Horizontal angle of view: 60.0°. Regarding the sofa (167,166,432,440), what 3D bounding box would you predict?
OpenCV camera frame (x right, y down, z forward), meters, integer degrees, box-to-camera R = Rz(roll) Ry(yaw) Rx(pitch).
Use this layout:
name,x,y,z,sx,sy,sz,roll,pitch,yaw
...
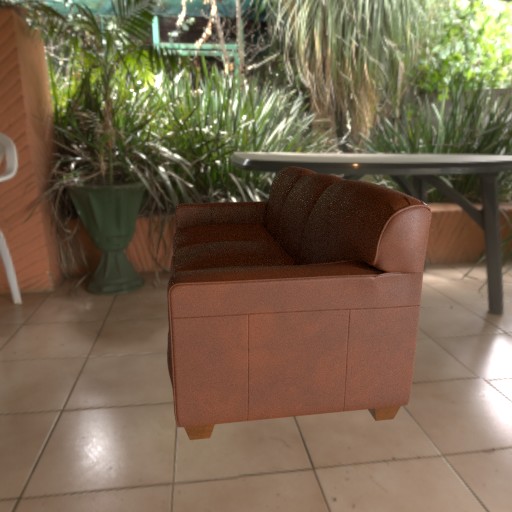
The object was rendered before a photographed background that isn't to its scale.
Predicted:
name,x,y,z,sx,sy,sz,roll,pitch,yaw
sofa,0.000,0.000,2.583,1.008,0.953,2.039,-2,15,-9
